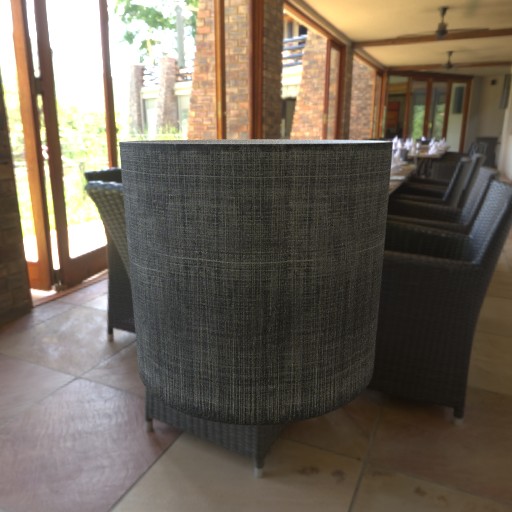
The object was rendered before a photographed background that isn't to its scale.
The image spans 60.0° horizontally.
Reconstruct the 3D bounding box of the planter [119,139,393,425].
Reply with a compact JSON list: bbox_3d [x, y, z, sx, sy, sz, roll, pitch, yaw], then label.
[{"bbox_3d":[0.000,0.000,0.399,0.221,0.201,0.221,0,15,0],"label":"planter"}]
